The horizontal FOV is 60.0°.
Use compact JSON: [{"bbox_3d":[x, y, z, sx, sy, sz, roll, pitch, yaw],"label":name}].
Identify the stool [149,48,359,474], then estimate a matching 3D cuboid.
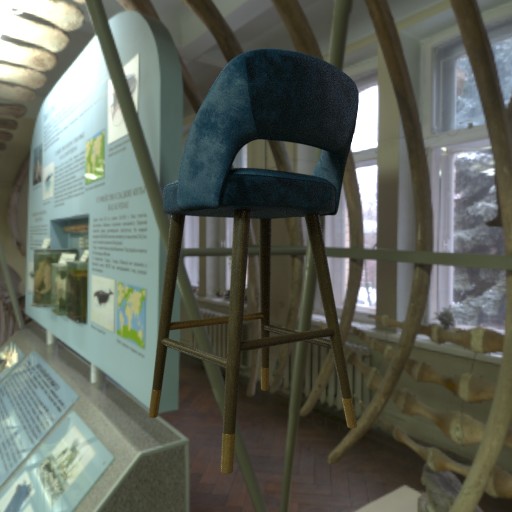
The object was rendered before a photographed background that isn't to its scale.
[{"bbox_3d":[0.000,0.000,1.320,0.514,1.016,0.515,-1,2,-36],"label":"stool"}]
